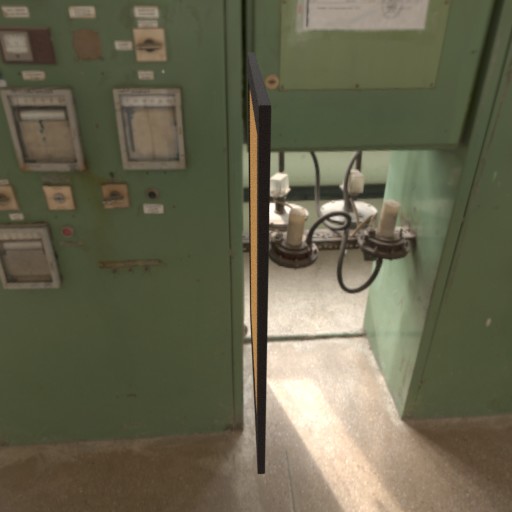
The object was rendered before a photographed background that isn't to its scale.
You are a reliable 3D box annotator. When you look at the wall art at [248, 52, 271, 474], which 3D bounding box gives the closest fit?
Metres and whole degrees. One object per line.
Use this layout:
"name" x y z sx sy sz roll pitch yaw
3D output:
"wall art" 0.000 0.000 0.679 0.012 0.529 0.374 -1 31 -2
